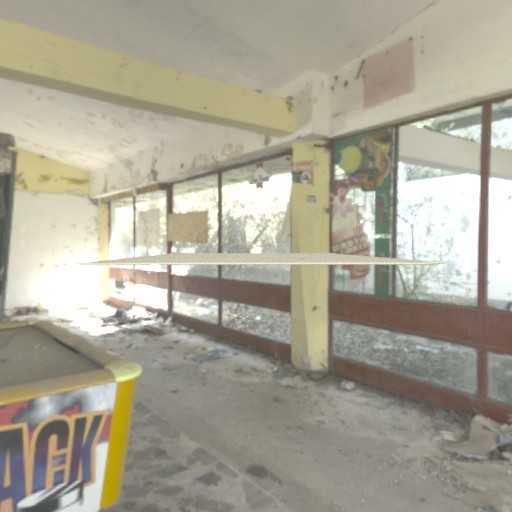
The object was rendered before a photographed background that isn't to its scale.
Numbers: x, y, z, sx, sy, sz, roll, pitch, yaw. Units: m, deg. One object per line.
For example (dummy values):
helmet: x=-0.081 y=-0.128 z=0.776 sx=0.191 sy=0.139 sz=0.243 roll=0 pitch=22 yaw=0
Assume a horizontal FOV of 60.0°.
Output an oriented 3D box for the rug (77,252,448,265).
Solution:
rug: x=0.000 y=0.000 z=2.407 sx=1.214 sy=0.023 sz=1.947 roll=0 pitch=1 yaw=-2
